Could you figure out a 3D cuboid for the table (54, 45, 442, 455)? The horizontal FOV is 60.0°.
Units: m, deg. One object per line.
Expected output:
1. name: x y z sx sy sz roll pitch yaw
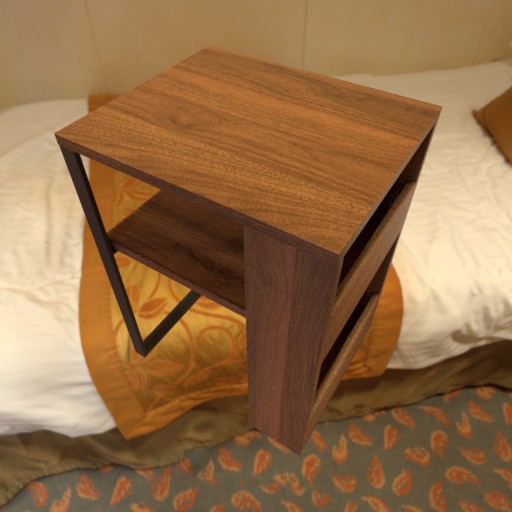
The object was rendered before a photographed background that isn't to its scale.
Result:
1. table: 0.000 0.000 1.539 0.786 1.041 0.660 25 51 22
